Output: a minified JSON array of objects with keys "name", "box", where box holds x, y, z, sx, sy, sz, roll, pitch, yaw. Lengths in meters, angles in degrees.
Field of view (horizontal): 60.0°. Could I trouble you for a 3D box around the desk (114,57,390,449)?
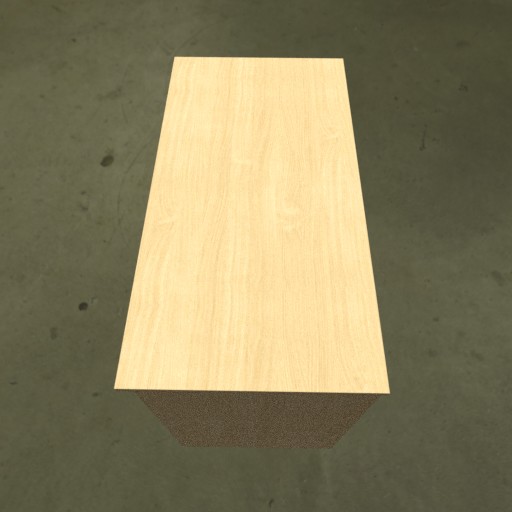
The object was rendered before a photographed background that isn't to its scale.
[{"name":"desk","box":[0.000,0.000,1.499,0.560,0.735,1.097,1,58,0]}]
